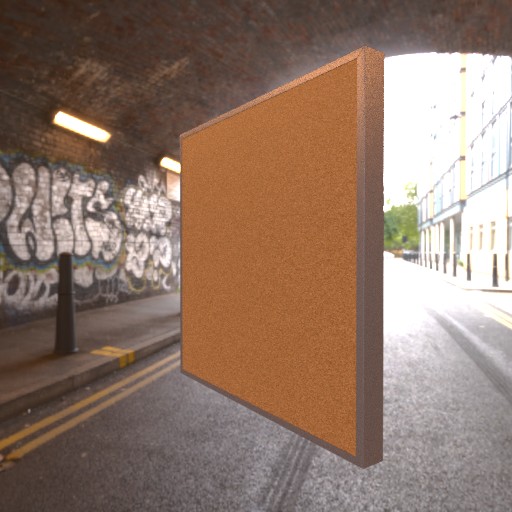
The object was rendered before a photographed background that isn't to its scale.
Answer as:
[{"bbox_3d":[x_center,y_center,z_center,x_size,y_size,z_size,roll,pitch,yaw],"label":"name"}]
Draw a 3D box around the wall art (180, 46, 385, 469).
[{"bbox_3d":[0.000,0.000,0.515,0.028,0.349,0.349,-1,1,-35],"label":"wall art"}]
